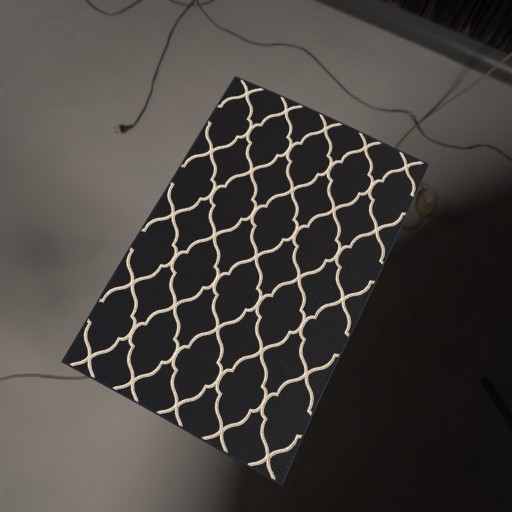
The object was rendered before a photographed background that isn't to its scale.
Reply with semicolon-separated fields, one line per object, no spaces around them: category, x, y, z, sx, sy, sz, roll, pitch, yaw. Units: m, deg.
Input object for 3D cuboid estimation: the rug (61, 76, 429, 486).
rug;0.000;0.000;2.891;1.528;0.014;2.294;27;77;7
